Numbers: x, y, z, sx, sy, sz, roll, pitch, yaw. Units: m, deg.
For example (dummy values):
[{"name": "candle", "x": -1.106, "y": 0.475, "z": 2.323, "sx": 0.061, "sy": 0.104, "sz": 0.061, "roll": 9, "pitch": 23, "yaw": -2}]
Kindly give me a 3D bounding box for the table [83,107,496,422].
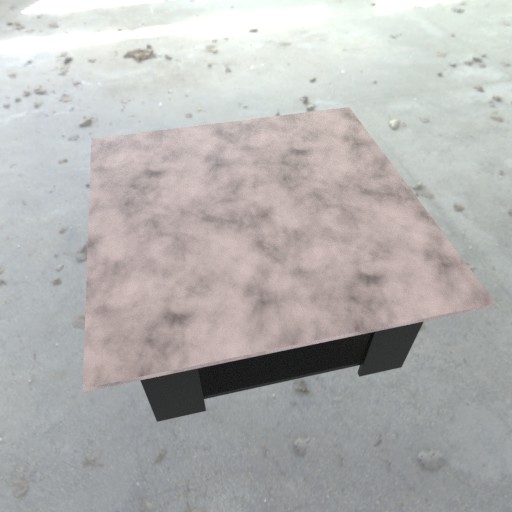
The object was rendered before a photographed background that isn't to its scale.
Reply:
[{"name": "table", "x": 0.000, "y": 0.000, "z": 1.024, "sx": 0.670, "sy": 0.305, "sz": 0.670, "roll": -10, "pitch": 48, "yaw": -9}]
